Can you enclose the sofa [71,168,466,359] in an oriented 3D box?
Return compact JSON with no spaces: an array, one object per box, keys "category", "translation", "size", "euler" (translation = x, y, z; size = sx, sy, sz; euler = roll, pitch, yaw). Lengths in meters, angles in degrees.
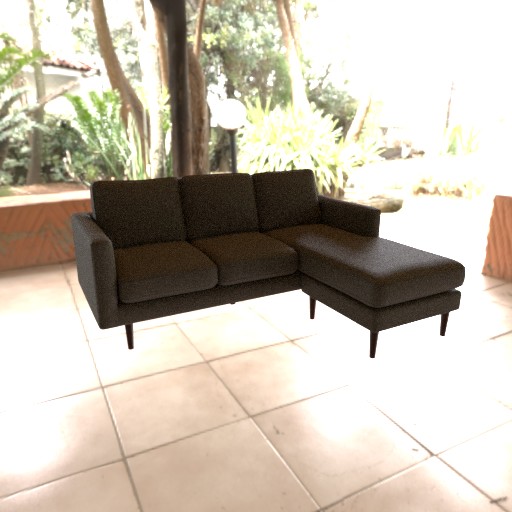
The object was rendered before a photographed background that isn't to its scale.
[{"category":"sofa","translation":[0.000,0.000,2.919],"size":[2.055,0.957,1.667],"euler":[-9,19,-27]}]
